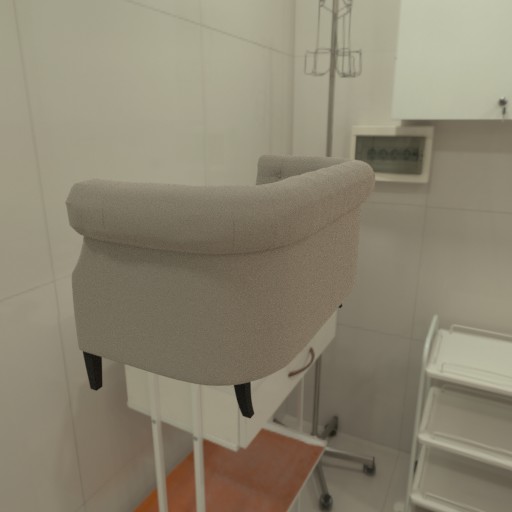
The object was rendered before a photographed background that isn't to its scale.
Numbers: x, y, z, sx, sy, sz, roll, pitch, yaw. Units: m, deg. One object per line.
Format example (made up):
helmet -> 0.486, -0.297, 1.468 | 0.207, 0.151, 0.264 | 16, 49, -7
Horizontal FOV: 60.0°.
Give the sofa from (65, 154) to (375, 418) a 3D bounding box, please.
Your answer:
sofa -> 0.000, 0.000, 2.044 | 0.835, 0.827, 1.558 | 8, 19, 26
